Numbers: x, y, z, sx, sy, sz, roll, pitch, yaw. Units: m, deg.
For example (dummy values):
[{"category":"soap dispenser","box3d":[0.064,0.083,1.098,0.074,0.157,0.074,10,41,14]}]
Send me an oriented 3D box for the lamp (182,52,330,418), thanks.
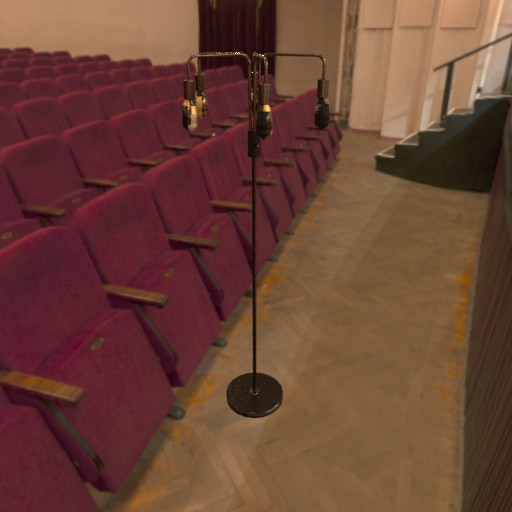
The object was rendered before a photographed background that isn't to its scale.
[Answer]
[{"category":"lamp","box3d":[0.000,0.000,2.063,0.599,1.721,0.572,8,27,16]}]
